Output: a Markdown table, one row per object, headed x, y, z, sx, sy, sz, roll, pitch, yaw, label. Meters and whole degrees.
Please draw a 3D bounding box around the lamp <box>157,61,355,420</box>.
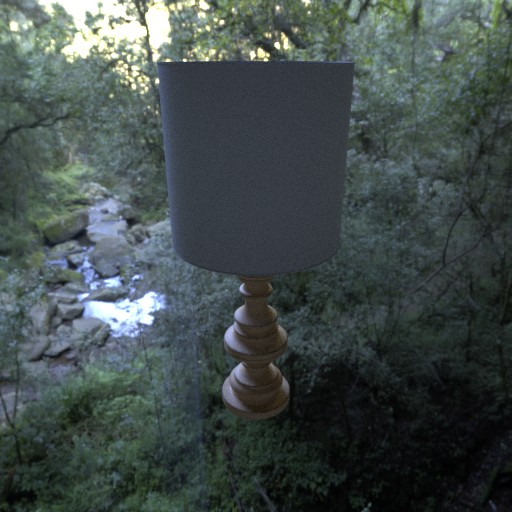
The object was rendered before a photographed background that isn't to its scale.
| x | y | z | sx | sy | sz | roll | pitch | yaw | label |
| --- | --- | --- | --- | --- | --- | --- | --- | --- | --- |
| 0.000 | 0.000 | 0.568 | 0.208 | 0.455 | 0.208 | 0 | 24 | 0 | lamp |
